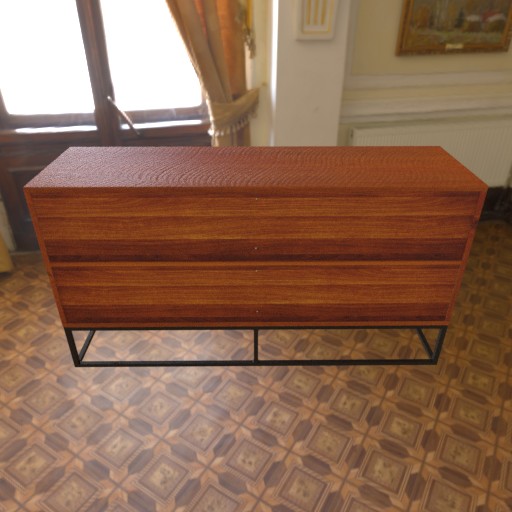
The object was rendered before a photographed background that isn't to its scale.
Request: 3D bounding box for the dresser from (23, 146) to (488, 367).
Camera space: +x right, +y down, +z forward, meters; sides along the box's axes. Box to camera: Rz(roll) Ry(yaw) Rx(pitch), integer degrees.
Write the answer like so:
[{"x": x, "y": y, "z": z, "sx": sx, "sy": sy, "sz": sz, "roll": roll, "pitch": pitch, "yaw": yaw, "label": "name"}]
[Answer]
[{"x": 0.000, "y": 0.000, "z": 1.867, "sx": 1.536, "sy": 0.810, "sz": 0.464, "roll": 0, "pitch": 31, "yaw": 0, "label": "dresser"}]
